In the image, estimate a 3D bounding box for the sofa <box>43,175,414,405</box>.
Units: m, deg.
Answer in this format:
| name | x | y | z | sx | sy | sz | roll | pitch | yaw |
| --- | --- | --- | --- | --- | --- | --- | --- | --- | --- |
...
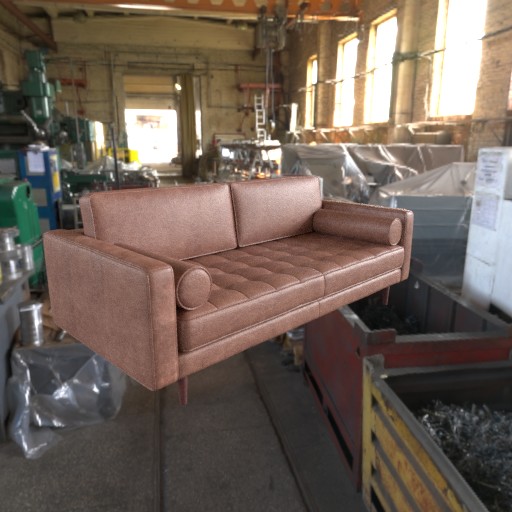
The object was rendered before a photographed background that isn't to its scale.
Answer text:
| name | x | y | z | sx | sy | sz | roll | pitch | yaw |
| --- | --- | --- | --- | --- | --- | --- | --- | --- | --- |
| sofa | 0.000 | 0.000 | 2.373 | 0.910 | 0.760 | 1.870 | 14 | 20 | 43 |
